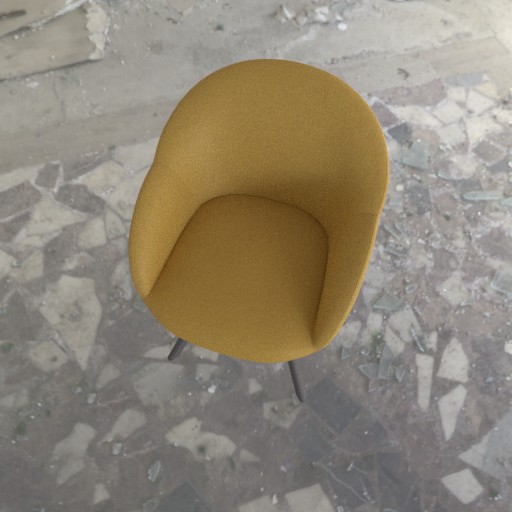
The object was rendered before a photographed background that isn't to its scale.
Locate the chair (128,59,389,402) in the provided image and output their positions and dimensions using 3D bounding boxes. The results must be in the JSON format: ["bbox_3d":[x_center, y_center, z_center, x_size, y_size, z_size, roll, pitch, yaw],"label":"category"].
[{"bbox_3d":[0.000,0.000,1.196,0.551,0.793,0.583,15,60,9],"label":"chair"}]
